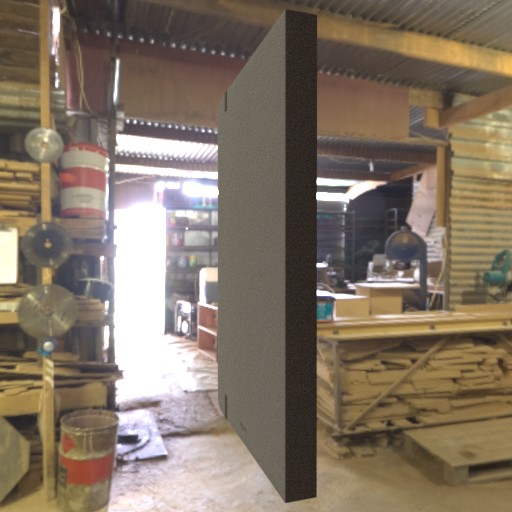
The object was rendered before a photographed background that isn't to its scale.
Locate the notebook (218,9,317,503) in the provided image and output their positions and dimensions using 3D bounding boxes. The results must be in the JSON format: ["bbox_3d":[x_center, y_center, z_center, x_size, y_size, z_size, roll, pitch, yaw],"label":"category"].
[{"bbox_3d":[0.000,0.000,0.253,0.016,0.213,0.127,0,0,-18],"label":"notebook"}]
